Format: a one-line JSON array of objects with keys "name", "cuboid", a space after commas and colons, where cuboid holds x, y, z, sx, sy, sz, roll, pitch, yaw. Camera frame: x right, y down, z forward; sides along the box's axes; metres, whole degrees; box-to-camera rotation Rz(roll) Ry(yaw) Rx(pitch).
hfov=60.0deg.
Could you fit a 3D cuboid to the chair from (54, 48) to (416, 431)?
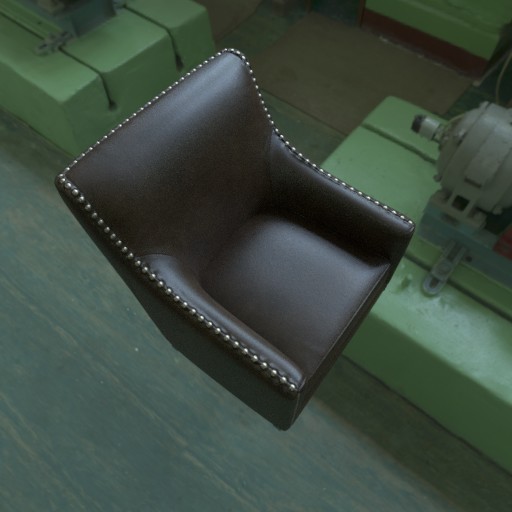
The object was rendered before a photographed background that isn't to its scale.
[{"name": "chair", "cuboid": [0.000, 0.000, 1.331, 0.704, 0.813, 0.639, 33, 64, 18]}]
